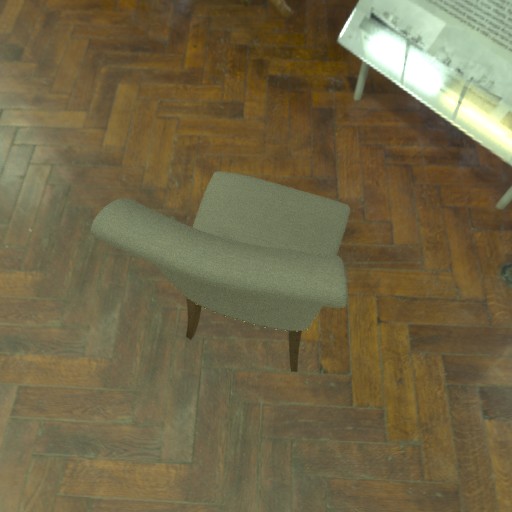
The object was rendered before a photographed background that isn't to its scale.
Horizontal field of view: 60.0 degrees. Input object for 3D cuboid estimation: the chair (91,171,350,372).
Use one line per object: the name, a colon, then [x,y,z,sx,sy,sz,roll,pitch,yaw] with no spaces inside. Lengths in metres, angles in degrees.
chair: [0.000,0.000,1.366,0.513,0.988,0.608,16,64,8]
